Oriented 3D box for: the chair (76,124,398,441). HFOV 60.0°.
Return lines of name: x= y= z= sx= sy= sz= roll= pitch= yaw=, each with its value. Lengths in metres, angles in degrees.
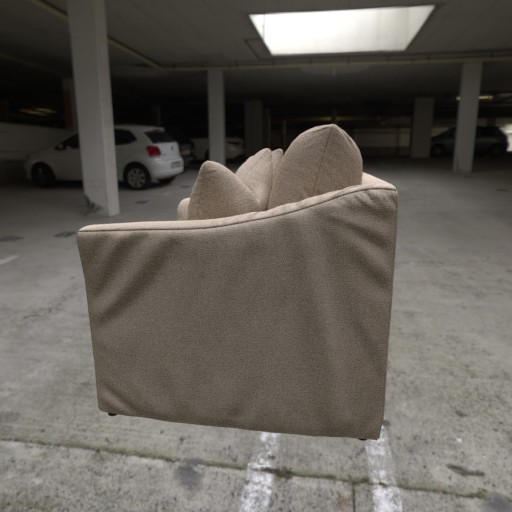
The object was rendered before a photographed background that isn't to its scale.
chair: x=0.000 y=0.000 z=2.022 sx=1.071 sy=1.093 sz=1.194 roll=2 pitch=13 yaw=9
